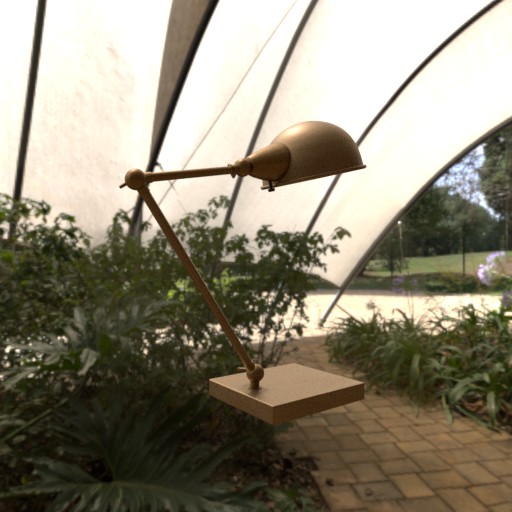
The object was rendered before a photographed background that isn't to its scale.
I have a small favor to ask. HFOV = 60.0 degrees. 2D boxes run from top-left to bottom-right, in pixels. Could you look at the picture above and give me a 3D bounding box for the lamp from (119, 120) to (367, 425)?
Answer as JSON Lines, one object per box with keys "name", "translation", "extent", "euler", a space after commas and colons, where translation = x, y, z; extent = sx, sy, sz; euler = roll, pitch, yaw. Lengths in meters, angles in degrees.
{"name": "lamp", "translation": [0.000, 0.000, 0.557], "extent": [0.339, 0.371, 0.149], "euler": [0, 0, -37]}
